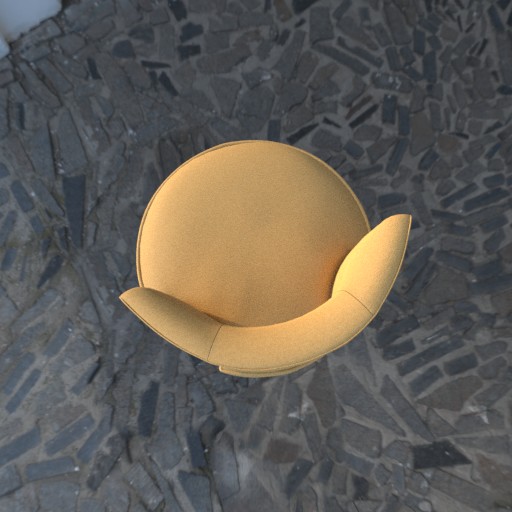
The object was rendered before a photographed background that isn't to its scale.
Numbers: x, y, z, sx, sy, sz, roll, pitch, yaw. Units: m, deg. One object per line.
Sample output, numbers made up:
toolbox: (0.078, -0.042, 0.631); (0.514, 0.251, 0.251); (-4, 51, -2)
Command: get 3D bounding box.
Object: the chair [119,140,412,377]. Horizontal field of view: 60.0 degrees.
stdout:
chair: (0.000, 0.000, 1.249); (0.650, 0.723, 0.665); (-16, 76, -4)
